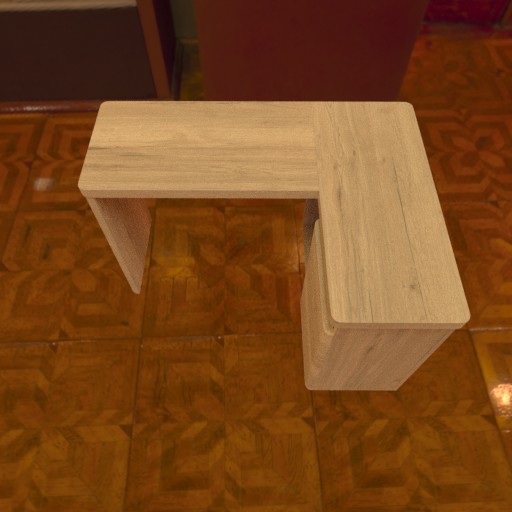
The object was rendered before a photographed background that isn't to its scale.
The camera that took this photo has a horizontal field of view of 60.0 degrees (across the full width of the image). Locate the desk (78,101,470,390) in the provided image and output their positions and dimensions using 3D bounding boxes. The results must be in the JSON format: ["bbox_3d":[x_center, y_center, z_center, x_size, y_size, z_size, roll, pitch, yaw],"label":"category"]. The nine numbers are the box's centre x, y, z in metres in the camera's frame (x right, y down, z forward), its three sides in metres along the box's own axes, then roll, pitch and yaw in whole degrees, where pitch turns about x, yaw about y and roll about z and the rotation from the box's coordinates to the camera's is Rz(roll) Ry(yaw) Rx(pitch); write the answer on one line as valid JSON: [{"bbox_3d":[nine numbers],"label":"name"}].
[{"bbox_3d":[0.000,0.000,1.754,1.169,0.760,0.900,0,58,0],"label":"desk"}]
